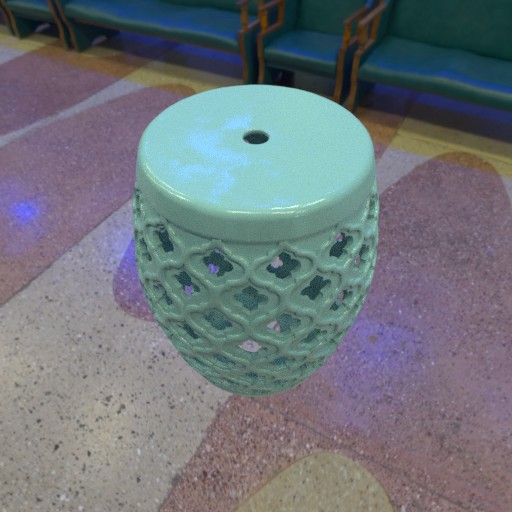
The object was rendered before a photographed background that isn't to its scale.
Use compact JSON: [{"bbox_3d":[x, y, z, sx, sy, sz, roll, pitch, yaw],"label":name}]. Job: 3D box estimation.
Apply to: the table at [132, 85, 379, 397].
[{"bbox_3d":[0.000,0.000,0.633,0.325,0.388,0.325,0,47,0],"label":"table"}]
